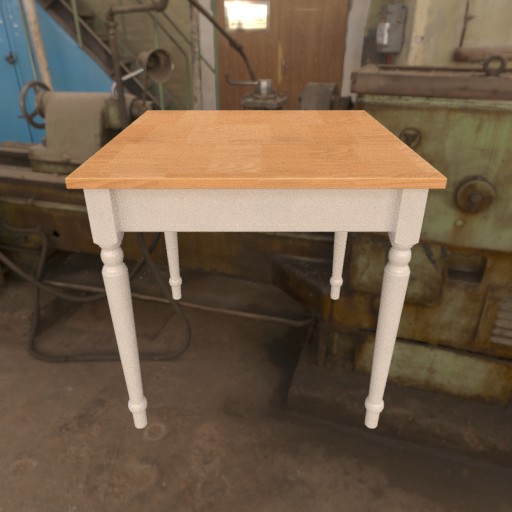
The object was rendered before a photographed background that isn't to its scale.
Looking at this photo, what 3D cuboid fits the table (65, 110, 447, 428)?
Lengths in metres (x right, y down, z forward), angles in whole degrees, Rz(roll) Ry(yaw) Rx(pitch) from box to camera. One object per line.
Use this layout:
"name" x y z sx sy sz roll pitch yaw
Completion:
"table" 0.000 0.000 1.367 0.747 0.738 0.747 0 28 0
